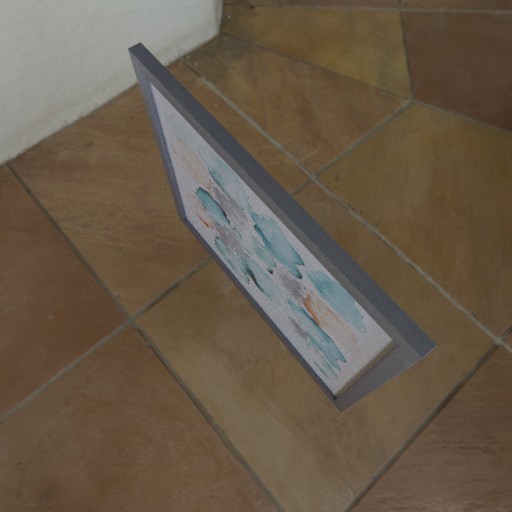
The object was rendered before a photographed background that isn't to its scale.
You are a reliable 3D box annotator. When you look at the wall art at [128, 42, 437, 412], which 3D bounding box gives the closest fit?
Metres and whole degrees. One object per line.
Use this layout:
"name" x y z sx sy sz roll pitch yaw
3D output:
"wall art" 0.000 0.000 0.884 0.026 0.558 0.660 -36 69 -16
